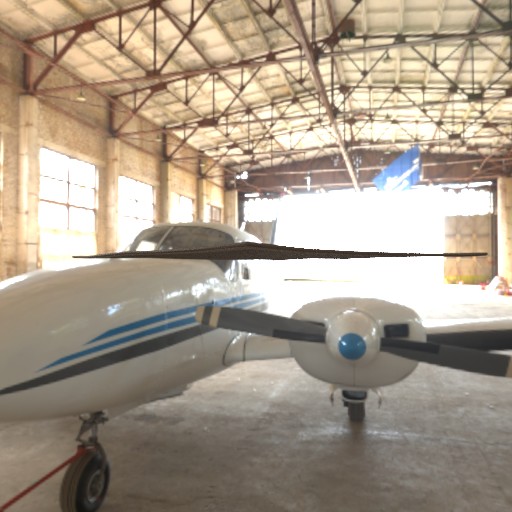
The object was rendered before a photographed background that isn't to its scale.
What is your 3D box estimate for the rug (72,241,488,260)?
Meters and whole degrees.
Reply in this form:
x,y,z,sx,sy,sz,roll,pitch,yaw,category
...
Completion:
x,y,z,sx,sy,sz,roll,pitch,yaw,category
0.000,0.000,4.012,2.399,0.054,3.011,1,-2,-37,rug
